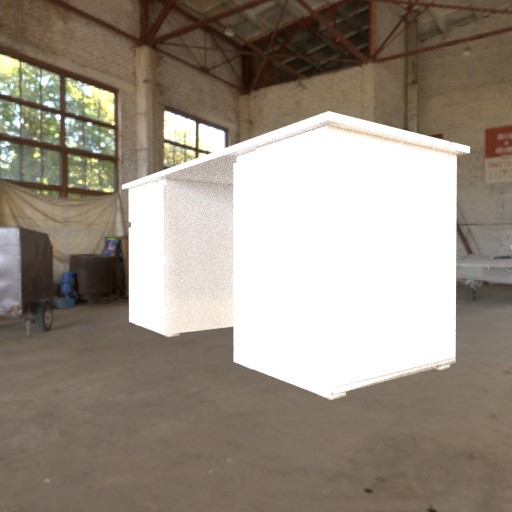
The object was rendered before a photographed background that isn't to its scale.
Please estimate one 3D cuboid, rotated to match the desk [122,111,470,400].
[{"bbox_3d":[0.000,0.000,1.969,0.670,0.760,1.580,-1,1,-35],"label":"desk"}]
